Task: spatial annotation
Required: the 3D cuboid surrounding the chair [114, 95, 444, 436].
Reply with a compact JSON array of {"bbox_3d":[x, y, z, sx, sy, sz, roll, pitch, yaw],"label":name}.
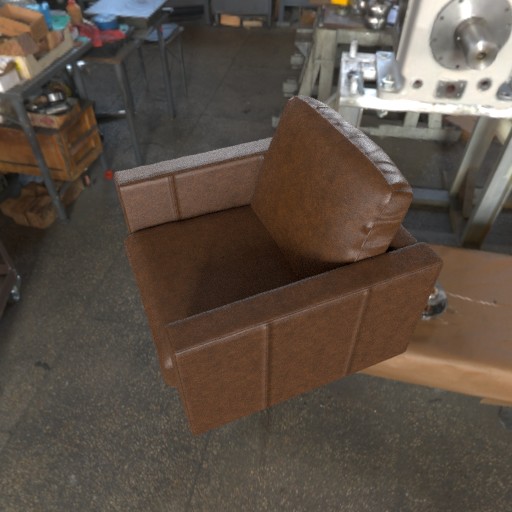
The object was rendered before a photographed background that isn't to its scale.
[{"bbox_3d":[0.000,0.000,1.690,0.909,0.956,0.890,-17,48,-16],"label":"chair"}]
